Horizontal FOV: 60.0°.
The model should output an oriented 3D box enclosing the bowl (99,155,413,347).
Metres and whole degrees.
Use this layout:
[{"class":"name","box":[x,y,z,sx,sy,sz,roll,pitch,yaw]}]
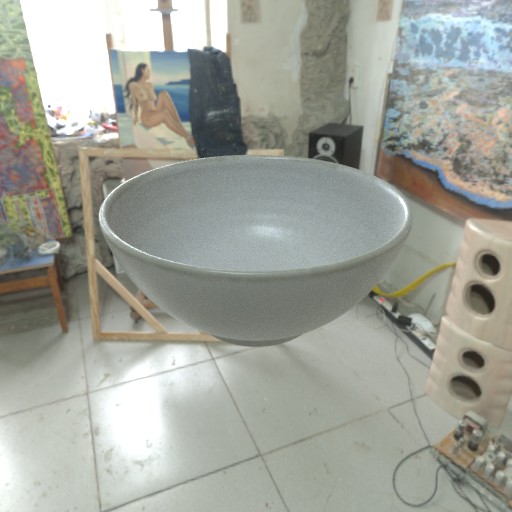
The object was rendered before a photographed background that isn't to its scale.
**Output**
[{"class":"bowl","box":[0.000,0.000,0.423,0.268,0.121,0.268,0,29,0]}]
